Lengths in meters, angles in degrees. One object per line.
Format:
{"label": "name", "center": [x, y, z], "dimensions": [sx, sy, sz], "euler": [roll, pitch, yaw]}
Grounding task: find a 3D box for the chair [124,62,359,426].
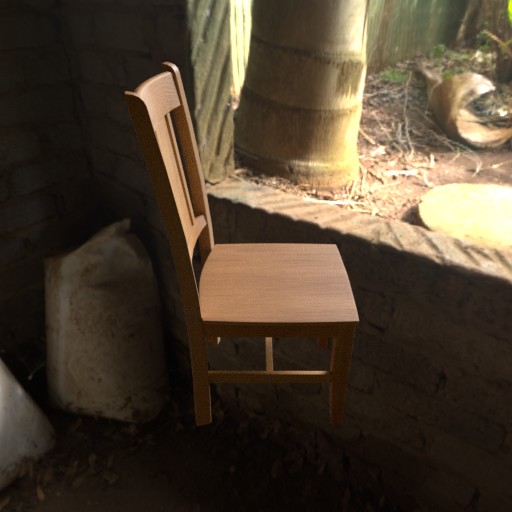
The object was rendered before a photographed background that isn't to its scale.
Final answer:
{"label": "chair", "center": [0.000, 0.000, 1.304], "dimensions": [0.556, 0.998, 0.450], "euler": [0, 31, 0]}
